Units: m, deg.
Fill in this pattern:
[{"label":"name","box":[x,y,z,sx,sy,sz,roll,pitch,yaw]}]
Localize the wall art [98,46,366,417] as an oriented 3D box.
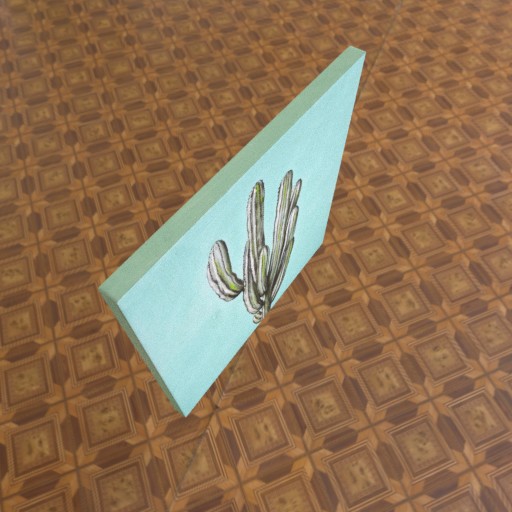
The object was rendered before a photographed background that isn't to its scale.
[{"label":"wall art","box":[0.000,0.000,1.610,0.070,1.073,1.071,32,63,18]}]
